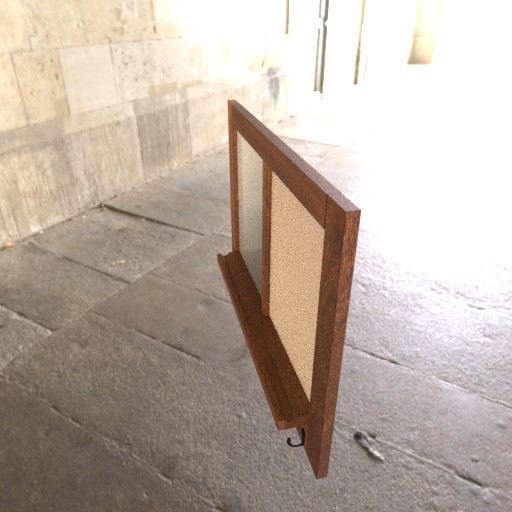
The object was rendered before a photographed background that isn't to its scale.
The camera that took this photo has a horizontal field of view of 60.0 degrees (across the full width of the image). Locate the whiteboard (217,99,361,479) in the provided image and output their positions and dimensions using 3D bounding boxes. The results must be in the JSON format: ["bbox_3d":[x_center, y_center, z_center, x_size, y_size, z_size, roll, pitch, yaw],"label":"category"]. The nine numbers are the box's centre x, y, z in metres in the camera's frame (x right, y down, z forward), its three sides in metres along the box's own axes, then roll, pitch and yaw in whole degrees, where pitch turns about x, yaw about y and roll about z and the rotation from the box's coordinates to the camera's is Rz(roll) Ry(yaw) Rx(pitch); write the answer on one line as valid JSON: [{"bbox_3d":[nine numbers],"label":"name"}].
[{"bbox_3d":[0.000,0.000,1.035,0.083,0.559,0.783,-7,31,-12],"label":"whiteboard"}]
